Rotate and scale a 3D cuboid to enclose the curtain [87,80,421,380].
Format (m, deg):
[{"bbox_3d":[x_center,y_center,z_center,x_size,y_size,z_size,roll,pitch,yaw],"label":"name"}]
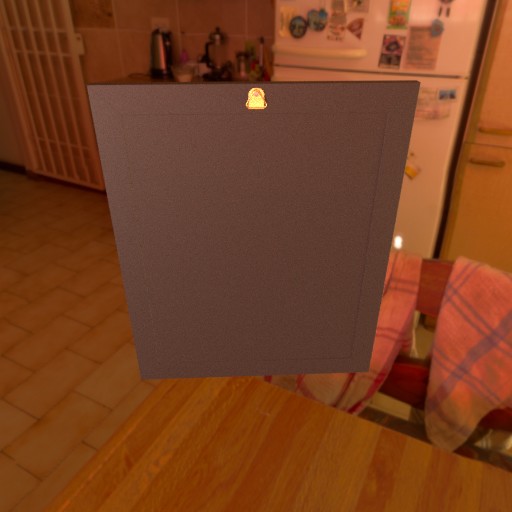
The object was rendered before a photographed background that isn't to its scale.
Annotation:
[{"bbox_3d":[0.000,0.000,0.794,0.483,0.585,0.027,-1,31,-2],"label":"curtain"}]
